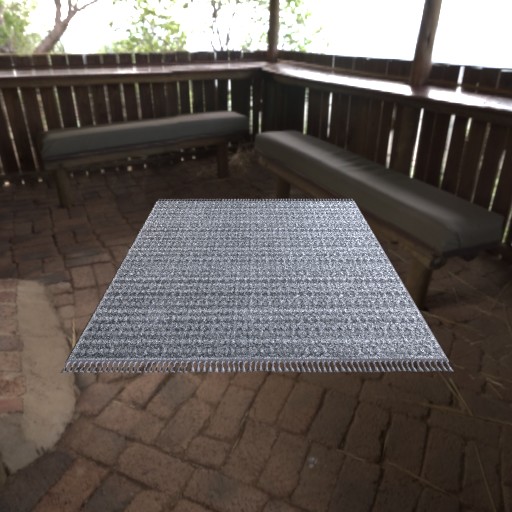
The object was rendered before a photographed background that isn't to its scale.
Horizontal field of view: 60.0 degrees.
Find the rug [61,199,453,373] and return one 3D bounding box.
[{"bbox_3d":[0.000,0.000,3.824,2.256,0.013,2.910,0,27,0],"label":"rug"}]
